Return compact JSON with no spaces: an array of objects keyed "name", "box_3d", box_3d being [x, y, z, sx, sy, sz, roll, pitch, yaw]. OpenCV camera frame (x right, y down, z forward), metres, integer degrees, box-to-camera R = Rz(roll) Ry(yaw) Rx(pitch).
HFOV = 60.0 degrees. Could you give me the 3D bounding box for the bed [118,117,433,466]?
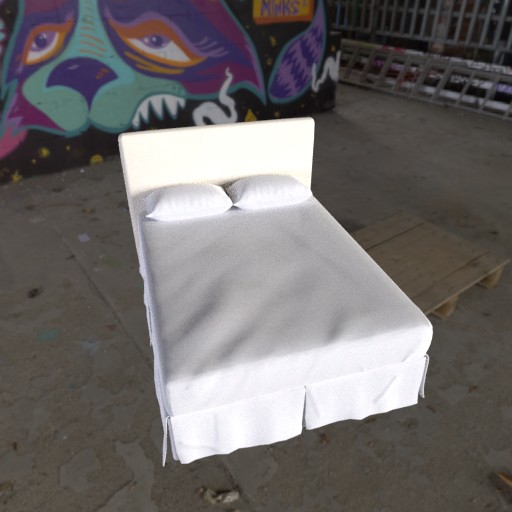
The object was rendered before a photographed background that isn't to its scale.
[{"name":"bed","box_3d":[0.000,0.000,3.205,1.713,1.330,2.142,-9,34,-14]}]
